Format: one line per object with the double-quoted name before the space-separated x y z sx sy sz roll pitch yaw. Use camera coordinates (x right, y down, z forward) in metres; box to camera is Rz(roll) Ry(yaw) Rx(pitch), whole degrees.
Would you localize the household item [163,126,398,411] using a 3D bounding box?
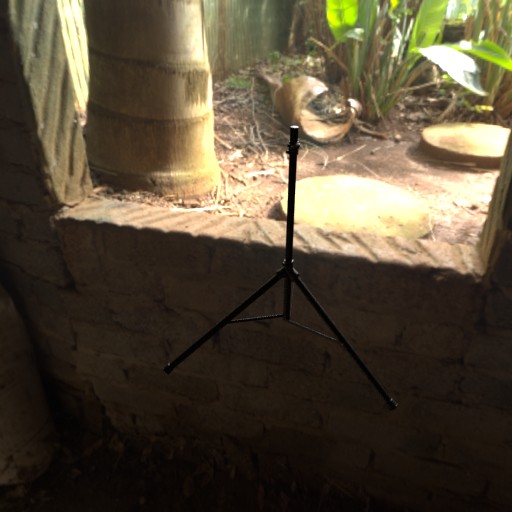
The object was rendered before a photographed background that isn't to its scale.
"household item" 0.000 0.000 2.824 1.339 1.595 1.596 -9 31 -16
